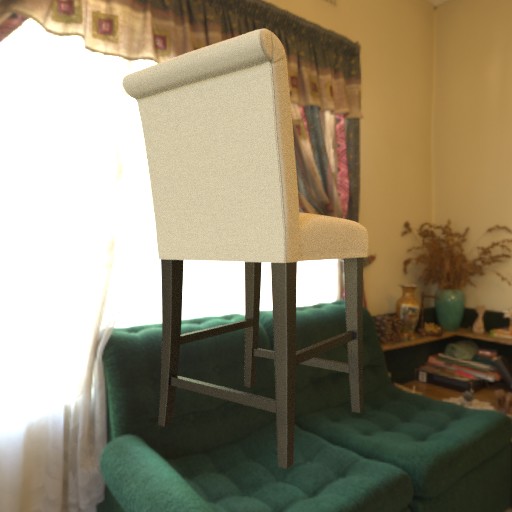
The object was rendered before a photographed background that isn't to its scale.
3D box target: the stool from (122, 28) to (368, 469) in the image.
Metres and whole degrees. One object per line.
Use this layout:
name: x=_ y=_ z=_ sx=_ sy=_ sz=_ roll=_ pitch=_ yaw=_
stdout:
stool: x=0.000 y=0.000 z=1.280 sx=0.452 sy=0.976 sz=0.597 roll=1 pitch=2 yaw=36
